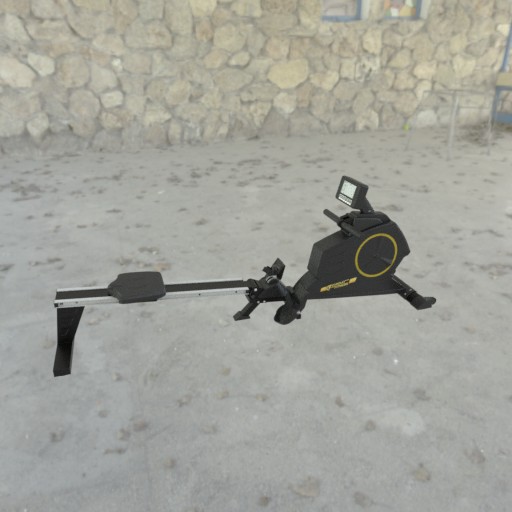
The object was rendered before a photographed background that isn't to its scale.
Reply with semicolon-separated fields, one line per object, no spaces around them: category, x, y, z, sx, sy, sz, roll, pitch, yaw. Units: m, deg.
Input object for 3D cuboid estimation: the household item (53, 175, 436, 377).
household item;0.000;0.000;2.561;2.251;0.810;0.521;-7;25;-16
